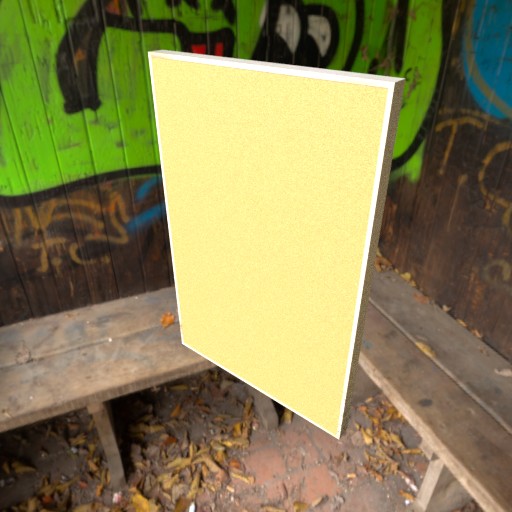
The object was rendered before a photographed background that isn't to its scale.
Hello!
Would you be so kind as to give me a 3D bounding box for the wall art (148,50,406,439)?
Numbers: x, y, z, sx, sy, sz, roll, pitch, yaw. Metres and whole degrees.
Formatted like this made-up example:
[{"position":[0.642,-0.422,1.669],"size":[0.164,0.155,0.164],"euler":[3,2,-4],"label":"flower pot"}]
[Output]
[{"position":[0.000,0.000,0.947],"size":[0.508,0.764,0.038],"euler":[22,38,32],"label":"wall art"}]
